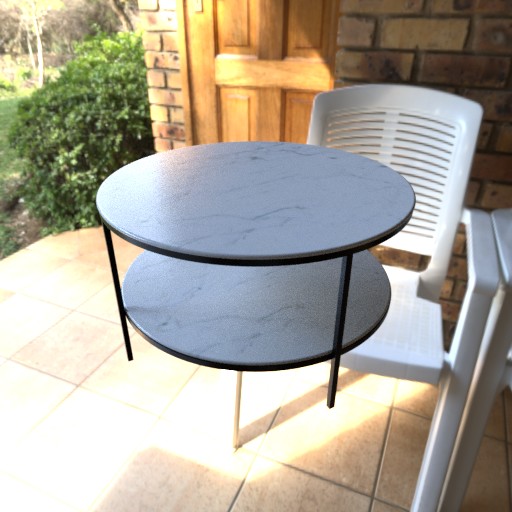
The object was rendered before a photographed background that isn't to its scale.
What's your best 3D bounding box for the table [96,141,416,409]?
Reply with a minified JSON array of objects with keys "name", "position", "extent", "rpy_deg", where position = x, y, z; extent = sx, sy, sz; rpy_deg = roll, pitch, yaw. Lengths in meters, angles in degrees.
[{"name":"table","position":[0.000,0.000,1.270],"extent":[0.800,0.450,0.800],"rpy_deg":[0,29,0]}]
